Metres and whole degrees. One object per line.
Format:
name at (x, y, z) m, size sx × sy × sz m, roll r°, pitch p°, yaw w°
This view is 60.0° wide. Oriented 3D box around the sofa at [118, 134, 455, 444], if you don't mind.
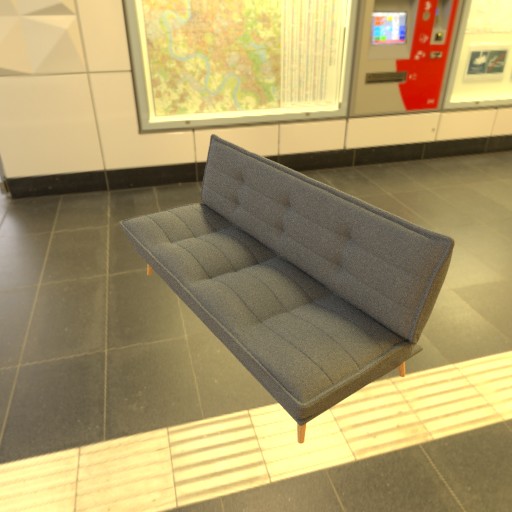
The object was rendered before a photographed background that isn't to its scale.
sofa at (0.000, 0.000, 2.538) m, size 0.950 × 0.890 × 1.940 m, roll -20°, pitch 36°, yaw -30°
